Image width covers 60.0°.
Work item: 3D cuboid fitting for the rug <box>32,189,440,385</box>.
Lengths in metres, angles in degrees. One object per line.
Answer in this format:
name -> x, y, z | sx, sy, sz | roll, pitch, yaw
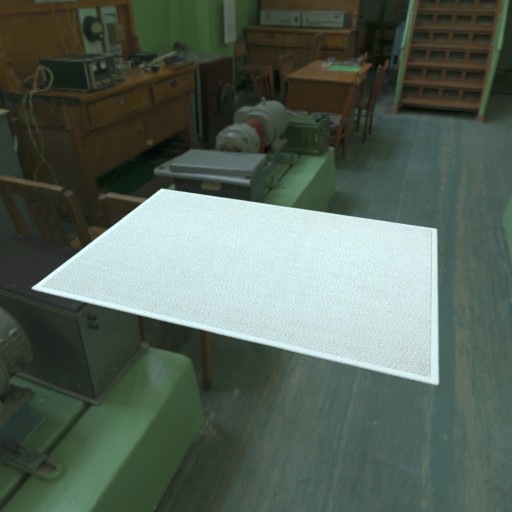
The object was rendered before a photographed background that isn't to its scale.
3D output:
rug -> 0.000, 0.000, 2.884 | 2.244, 0.017, 1.532 | 10, 33, 16
